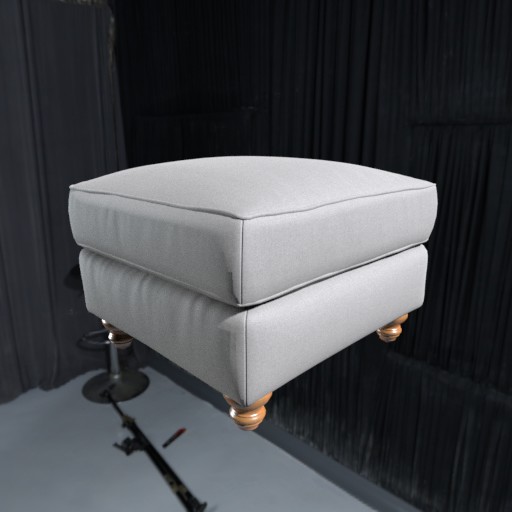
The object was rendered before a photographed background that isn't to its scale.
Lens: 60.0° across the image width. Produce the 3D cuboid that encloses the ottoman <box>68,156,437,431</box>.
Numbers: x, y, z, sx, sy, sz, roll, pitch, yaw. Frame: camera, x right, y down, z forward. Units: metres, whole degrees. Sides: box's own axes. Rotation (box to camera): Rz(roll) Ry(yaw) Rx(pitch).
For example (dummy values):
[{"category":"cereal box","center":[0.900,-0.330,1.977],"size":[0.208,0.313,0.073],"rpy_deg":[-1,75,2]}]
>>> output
[{"category":"ottoman","center":[0.000,0.000,1.156],"size":[0.662,0.505,0.721],"rpy_deg":[15,21,43]}]
